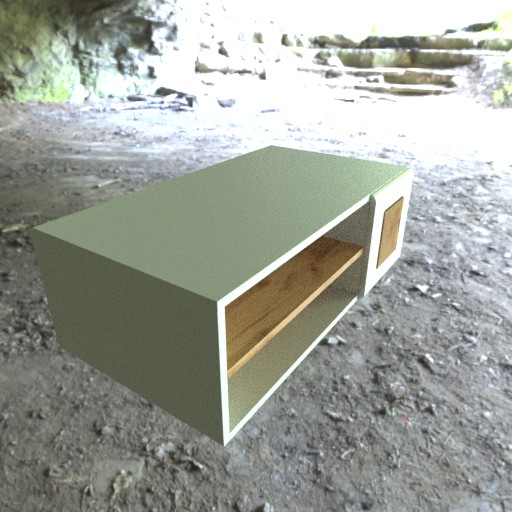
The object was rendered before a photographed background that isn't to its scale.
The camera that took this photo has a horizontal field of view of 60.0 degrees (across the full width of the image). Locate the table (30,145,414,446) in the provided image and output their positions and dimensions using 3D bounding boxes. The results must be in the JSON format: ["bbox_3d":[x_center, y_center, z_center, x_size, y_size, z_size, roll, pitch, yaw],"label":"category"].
[{"bbox_3d":[0.000,0.000,1.457,0.639,0.442,1.097,18,32,31],"label":"table"}]
